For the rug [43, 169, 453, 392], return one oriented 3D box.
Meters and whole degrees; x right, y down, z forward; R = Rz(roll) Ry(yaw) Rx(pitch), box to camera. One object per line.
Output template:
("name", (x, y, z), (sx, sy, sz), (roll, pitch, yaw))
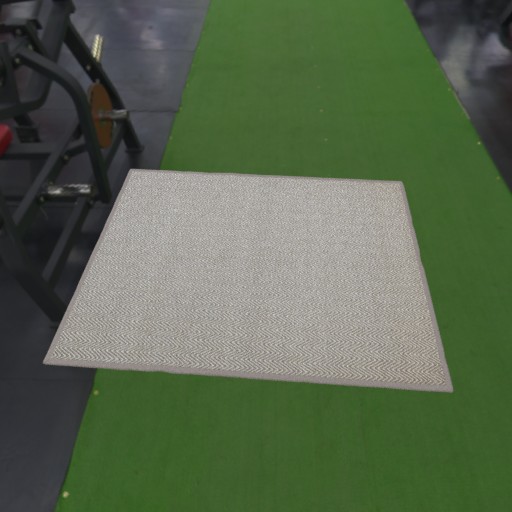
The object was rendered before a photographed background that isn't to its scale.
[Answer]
("rug", (0.000, 0.000, 4.049), (3.007, 0.032, 2.434), (3, 47, 3))
